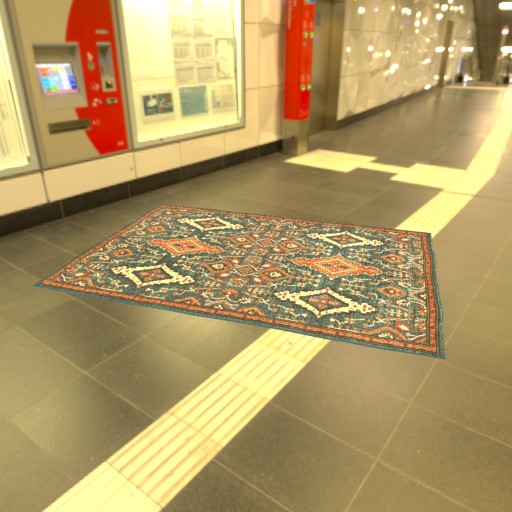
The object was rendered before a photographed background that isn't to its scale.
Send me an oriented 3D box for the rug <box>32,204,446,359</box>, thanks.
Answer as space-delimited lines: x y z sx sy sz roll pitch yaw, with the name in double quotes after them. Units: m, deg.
0.000 0.000 3.060 2.373 0.009 1.622 8 26 16 "rug"
